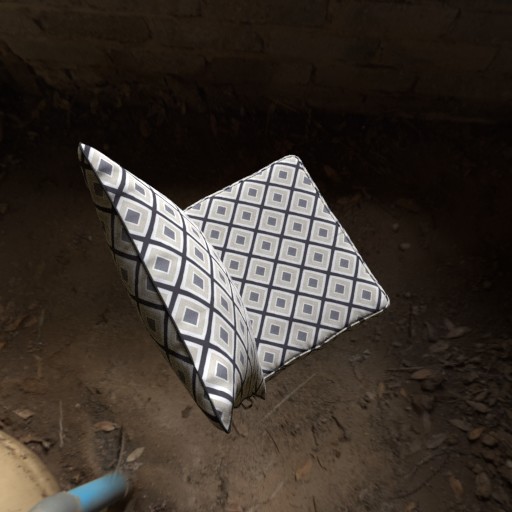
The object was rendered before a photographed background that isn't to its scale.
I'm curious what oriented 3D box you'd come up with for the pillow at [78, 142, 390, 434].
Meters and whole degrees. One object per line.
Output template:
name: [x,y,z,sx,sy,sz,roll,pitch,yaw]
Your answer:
pillow: [0.000,0.000,1.368,0.733,0.722,0.798,-28,77,-7]
